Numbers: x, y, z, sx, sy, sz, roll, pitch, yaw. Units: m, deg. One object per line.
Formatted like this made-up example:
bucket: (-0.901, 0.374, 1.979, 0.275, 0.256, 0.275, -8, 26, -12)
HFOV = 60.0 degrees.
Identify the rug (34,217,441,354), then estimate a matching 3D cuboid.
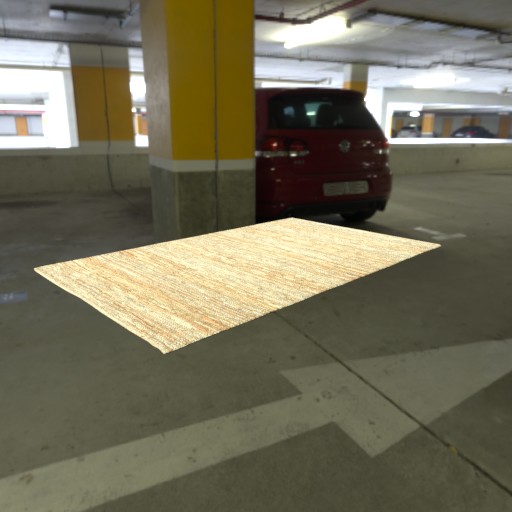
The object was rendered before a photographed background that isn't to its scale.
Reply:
rug: (0.000, 0.000, 3.060, 2.446, 0.009, 1.529, -15, 21, -42)
